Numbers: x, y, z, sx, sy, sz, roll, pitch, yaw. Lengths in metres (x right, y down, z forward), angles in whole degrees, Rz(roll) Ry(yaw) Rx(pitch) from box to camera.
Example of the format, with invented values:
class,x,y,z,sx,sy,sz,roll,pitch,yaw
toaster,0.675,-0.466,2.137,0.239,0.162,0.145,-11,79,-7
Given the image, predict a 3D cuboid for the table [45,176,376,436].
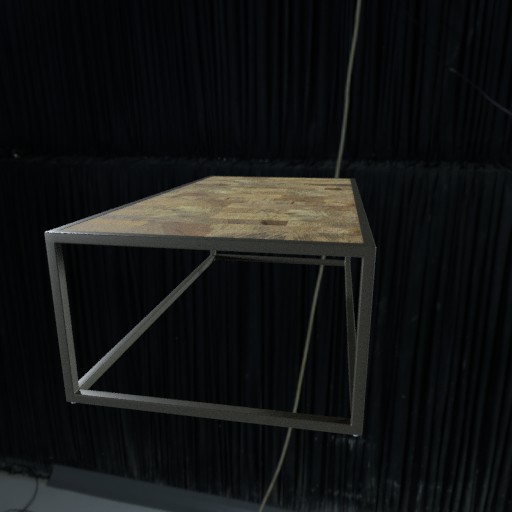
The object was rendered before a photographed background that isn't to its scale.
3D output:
class,x,y,z,sx,sy,sz,roll,pitch,yaw
table,0.000,0.000,1.457,0.649,0.398,1.199,3,16,10
